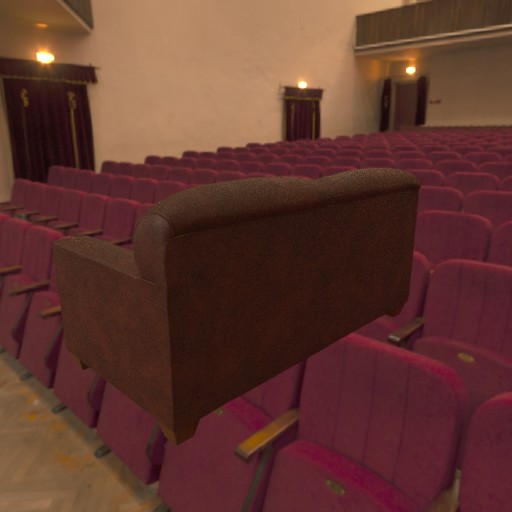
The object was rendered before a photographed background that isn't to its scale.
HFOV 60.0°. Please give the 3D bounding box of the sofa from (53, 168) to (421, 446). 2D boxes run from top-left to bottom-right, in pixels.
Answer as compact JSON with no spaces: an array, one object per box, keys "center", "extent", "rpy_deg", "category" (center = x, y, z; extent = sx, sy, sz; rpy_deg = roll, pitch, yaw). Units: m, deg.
[{"center":[0.000,0.000,2.446],"extent":[1.000,0.966,1.856],"rpy_deg":[15,22,42],"category":"sofa"}]
